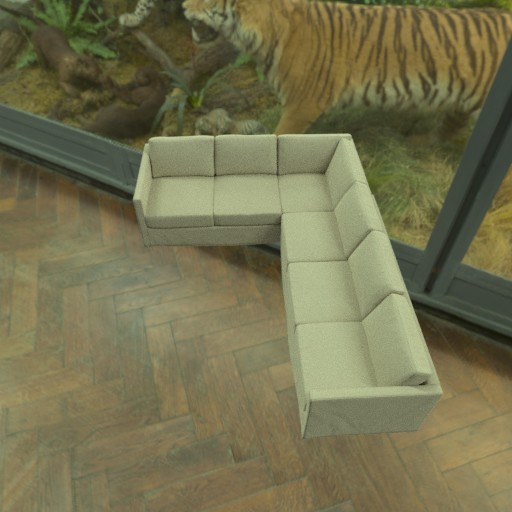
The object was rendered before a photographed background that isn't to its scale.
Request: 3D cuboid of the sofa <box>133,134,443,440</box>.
[{"bbox_3d":[0.000,0.000,4.242,2.432,0.871,3.182,-2,47,-2],"label":"sofa"}]
